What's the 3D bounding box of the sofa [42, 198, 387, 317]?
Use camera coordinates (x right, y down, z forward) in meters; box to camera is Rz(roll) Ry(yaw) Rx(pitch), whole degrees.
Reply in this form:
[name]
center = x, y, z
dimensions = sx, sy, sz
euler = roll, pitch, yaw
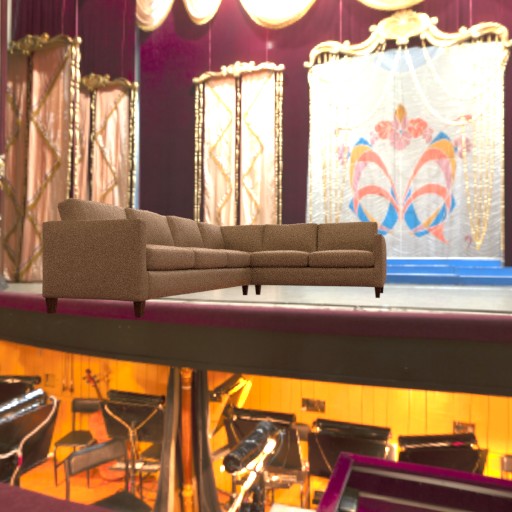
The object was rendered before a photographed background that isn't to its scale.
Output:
[sofa]
center = 0.000, 0.000, 4.637
dimensions = 2.522, 0.934, 3.333
euler = 0, -1, 19
